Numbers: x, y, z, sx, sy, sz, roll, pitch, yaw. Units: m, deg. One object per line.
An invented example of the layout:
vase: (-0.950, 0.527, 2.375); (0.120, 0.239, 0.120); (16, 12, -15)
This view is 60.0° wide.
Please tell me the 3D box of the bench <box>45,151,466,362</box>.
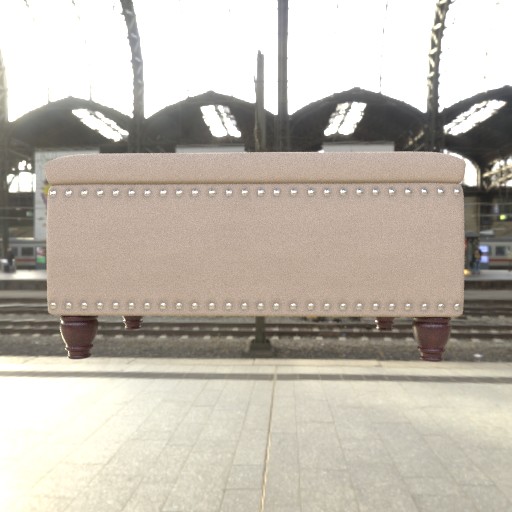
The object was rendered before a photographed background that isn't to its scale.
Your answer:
bench: (0.000, 0.000, 1.170); (0.887, 0.449, 0.500); (0, 0, 2)
